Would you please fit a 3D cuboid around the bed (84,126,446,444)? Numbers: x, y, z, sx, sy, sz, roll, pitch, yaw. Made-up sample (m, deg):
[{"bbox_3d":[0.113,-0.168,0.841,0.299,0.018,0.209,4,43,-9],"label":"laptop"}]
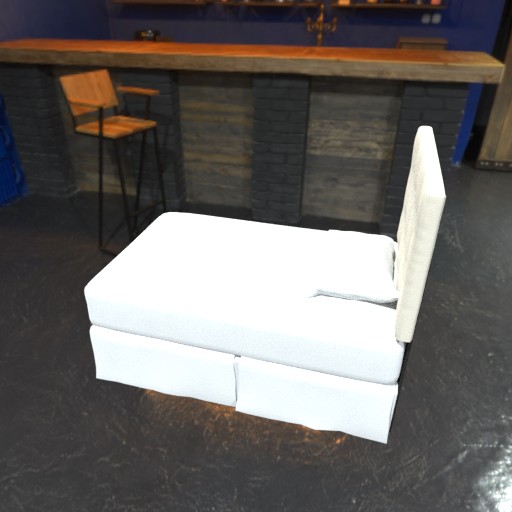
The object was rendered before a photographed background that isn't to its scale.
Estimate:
[{"bbox_3d":[0.000,0.000,2.933,1.997,1.571,1.261,8,32,14],"label":"bed"}]
